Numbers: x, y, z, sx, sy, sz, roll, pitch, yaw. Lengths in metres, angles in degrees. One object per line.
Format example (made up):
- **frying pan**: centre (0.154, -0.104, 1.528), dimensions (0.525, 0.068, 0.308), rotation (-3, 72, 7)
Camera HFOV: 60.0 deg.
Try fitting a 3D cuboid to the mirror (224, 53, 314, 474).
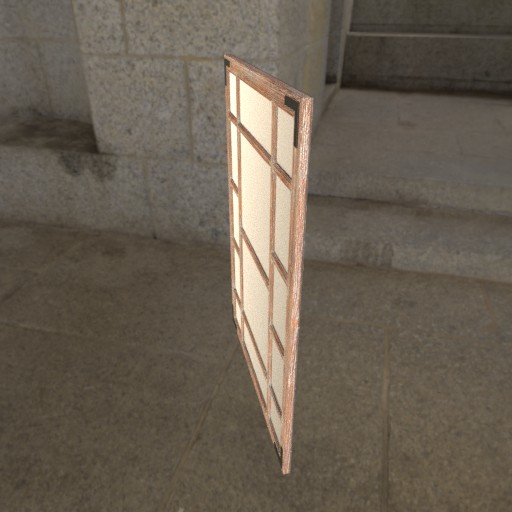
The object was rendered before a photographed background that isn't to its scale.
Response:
- **mirror**: centre (0.000, 0.000, 1.272), dimensions (0.025, 0.996, 0.705), rotation (-7, 31, -12)
